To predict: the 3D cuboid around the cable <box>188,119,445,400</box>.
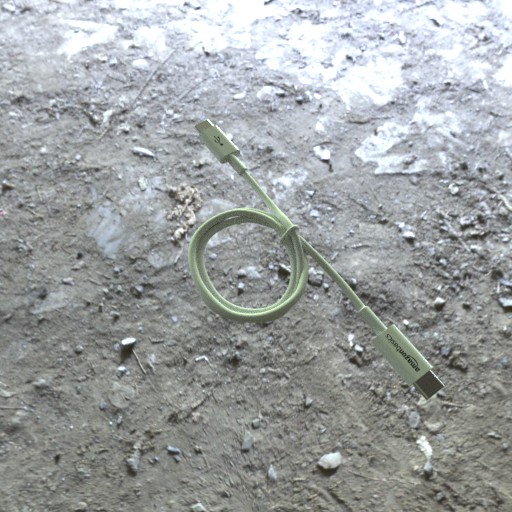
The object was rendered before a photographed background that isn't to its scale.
[{"bbox_3d":[0.000,0.000,0.228,0.070,0.014,0.203,-31,64,-17],"label":"cable"}]
